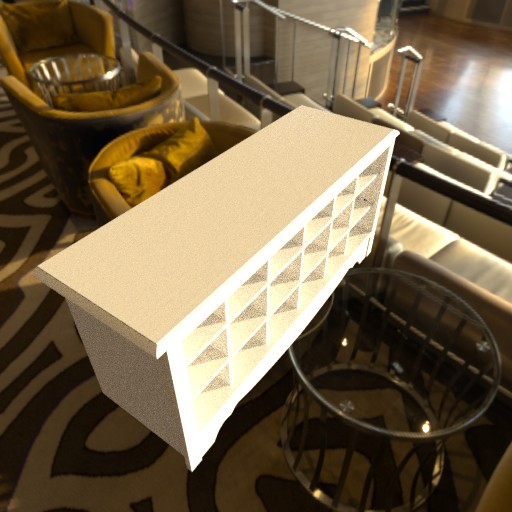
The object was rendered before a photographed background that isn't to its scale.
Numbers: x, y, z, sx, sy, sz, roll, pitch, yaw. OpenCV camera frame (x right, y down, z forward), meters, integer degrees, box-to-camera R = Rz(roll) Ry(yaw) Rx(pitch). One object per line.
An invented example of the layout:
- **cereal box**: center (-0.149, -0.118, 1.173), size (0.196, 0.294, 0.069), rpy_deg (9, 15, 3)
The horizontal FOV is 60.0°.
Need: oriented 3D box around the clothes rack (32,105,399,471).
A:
- **clothes rack**: center (0.000, 0.000, 1.486), size (0.405, 0.558, 1.218), rpy_deg (25, 46, 26)
